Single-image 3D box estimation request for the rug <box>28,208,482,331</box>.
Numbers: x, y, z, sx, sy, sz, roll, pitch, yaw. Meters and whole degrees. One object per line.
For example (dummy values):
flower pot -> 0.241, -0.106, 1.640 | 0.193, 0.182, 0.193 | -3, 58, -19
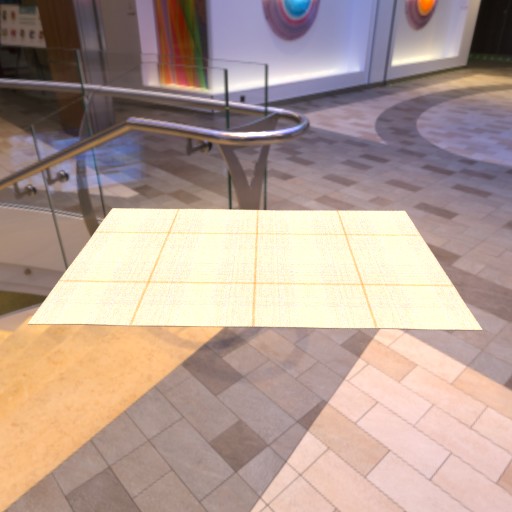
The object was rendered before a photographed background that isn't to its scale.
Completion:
rug -> 0.000, 0.000, 3.035 | 2.442, 0.016, 1.527 | 1, 30, 1
